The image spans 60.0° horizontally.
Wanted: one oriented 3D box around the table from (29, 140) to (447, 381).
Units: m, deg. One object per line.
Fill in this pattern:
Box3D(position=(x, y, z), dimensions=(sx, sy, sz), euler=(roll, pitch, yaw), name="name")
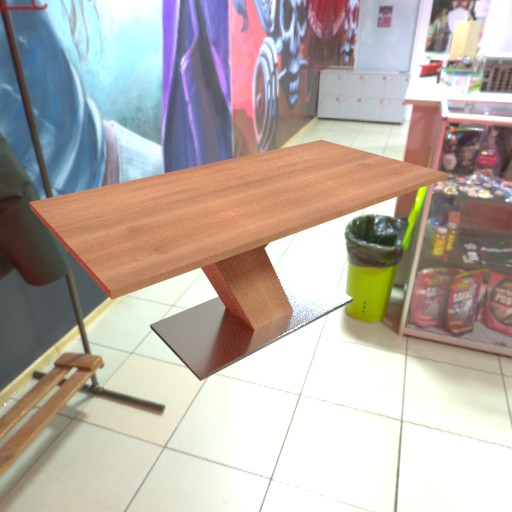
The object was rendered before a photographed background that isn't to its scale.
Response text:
Box3D(position=(0.000, 0.000, 2.281), dimensions=(1.800, 0.750, 0.900), euler=(-20, 34, -33), name="table")
